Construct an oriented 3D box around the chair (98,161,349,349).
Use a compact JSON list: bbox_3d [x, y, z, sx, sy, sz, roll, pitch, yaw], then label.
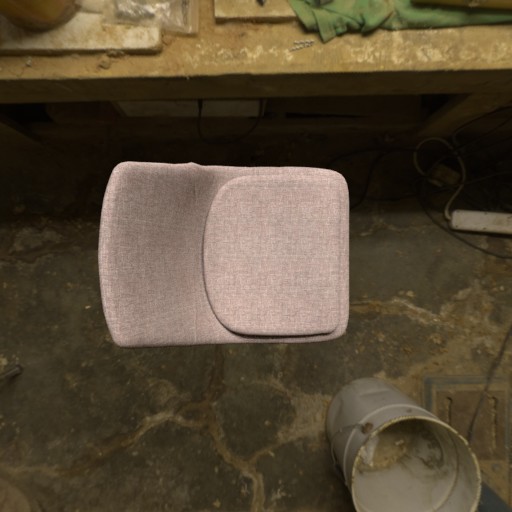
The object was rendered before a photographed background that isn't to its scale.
[{"bbox_3d":[0.000,0.000,1.143,0.518,0.858,0.479,0,90,0],"label":"chair"}]
